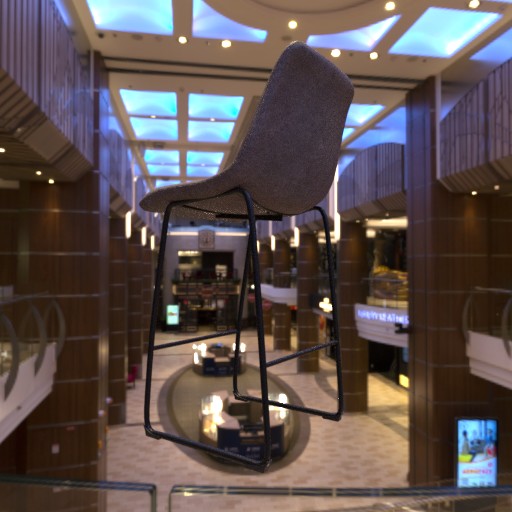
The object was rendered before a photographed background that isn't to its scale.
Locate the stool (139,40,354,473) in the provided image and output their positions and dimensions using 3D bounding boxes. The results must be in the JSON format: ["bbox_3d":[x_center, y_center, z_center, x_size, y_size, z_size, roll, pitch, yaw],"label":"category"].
[{"bbox_3d":[0.000,0.000,1.392,0.561,1.082,0.514,-1,-1,35],"label":"stool"}]
